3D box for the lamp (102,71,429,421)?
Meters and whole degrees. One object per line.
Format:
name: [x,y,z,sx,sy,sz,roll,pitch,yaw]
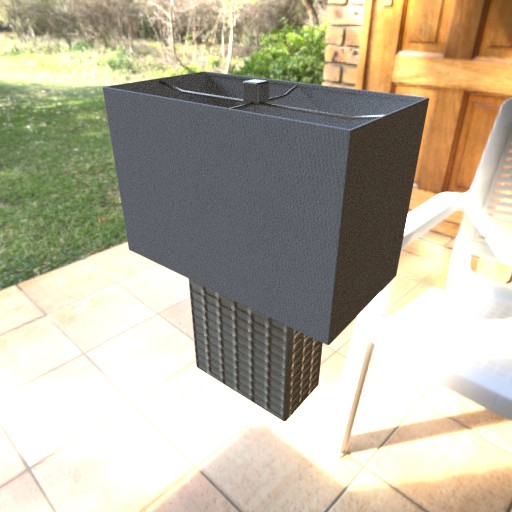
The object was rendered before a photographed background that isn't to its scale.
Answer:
lamp: [0.000,0.000,0.694,0.380,0.515,0.200,22,36,33]
